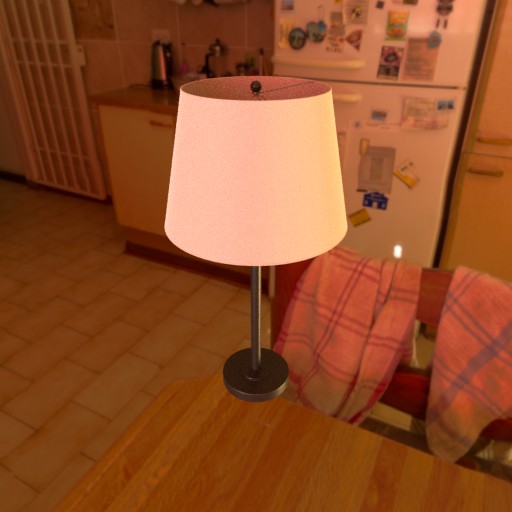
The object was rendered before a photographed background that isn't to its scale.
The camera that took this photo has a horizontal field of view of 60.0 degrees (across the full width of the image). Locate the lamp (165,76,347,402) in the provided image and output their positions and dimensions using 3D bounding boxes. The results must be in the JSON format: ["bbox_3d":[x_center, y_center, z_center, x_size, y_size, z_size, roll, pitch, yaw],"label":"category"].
[{"bbox_3d":[0.000,0.000,0.936,0.363,0.696,0.363,0,30,0],"label":"lamp"}]
